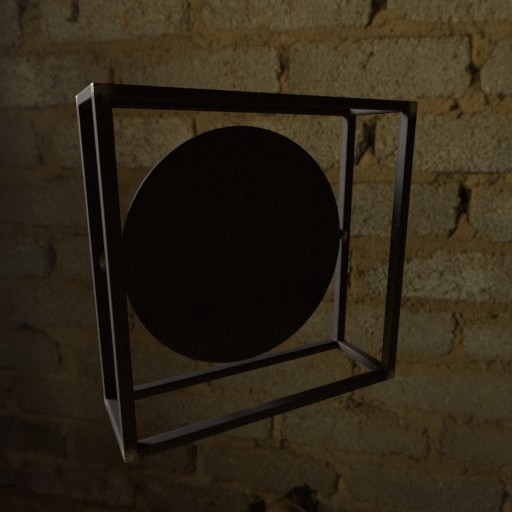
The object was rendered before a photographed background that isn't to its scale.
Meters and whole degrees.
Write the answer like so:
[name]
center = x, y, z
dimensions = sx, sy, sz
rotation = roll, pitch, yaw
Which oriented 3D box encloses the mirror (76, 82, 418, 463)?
[mirror]
center = 0.000, 0.000, 0.453
dimensions = 0.306, 0.303, 0.107
rotation = -7, 16, -27
